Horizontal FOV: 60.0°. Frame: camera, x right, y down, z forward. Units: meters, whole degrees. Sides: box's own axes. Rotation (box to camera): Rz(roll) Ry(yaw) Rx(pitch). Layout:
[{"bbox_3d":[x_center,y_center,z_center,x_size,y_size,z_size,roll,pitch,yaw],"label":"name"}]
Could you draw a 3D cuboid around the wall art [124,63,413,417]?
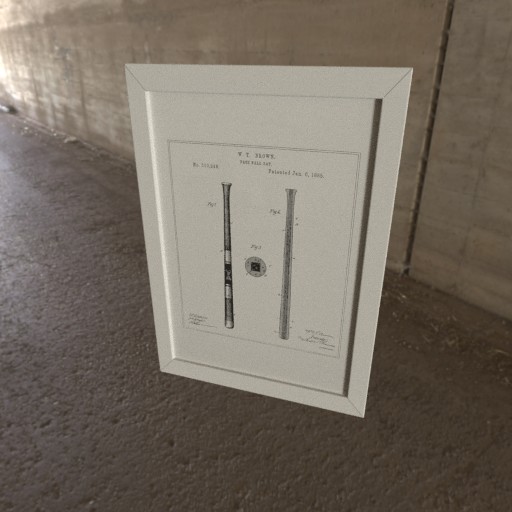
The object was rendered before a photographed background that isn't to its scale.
[{"bbox_3d":[0.000,0.000,0.669,0.374,0.529,0.012,8,27,16],"label":"wall art"}]
